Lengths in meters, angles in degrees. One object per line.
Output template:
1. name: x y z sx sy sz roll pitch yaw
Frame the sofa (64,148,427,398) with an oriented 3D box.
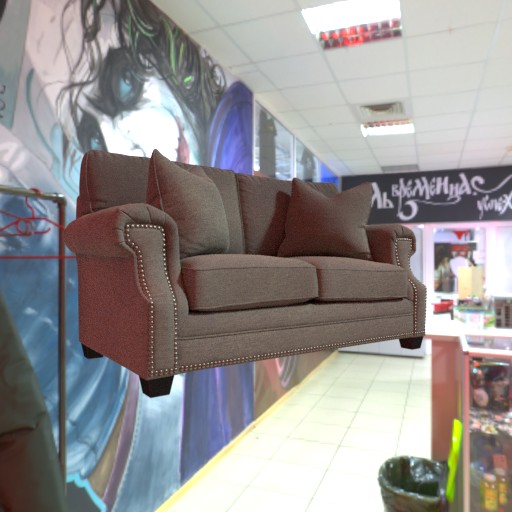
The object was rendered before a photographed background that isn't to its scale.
1. sofa: 0.000 0.000 2.260 1.701 0.966 0.966 1 -1 -35
